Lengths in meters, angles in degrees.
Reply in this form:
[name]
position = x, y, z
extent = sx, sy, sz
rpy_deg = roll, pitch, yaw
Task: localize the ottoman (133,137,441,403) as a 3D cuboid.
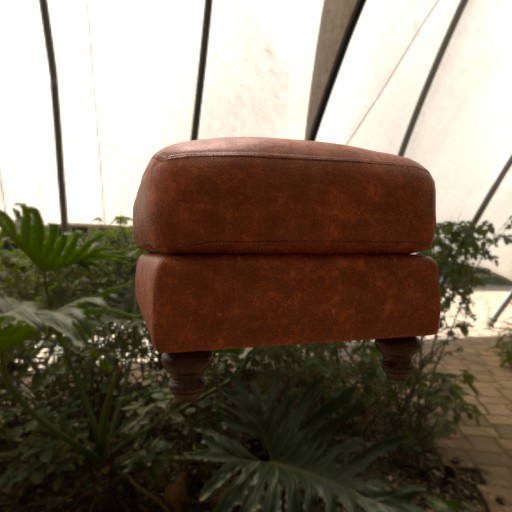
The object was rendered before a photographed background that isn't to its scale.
[ottoman]
position = 0.000, 0.000, 1.257
extent = 0.657, 0.562, 0.832
rpy_deg = 0, 1, -17
